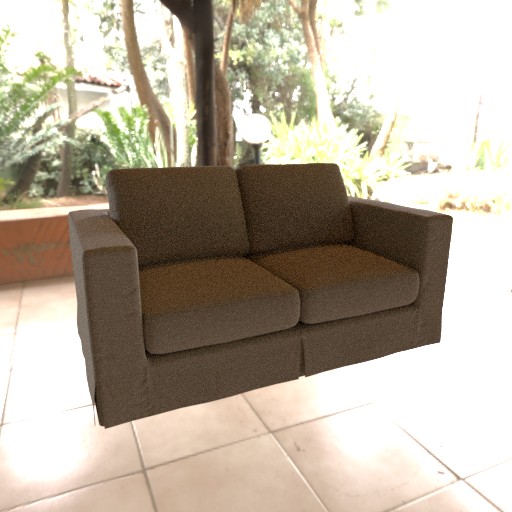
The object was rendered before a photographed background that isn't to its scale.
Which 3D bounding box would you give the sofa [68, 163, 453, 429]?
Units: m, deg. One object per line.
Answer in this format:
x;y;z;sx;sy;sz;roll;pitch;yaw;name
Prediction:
0.000;0.000;2.375;1.813;0.932;1.009;-7;16;-24;sofa
